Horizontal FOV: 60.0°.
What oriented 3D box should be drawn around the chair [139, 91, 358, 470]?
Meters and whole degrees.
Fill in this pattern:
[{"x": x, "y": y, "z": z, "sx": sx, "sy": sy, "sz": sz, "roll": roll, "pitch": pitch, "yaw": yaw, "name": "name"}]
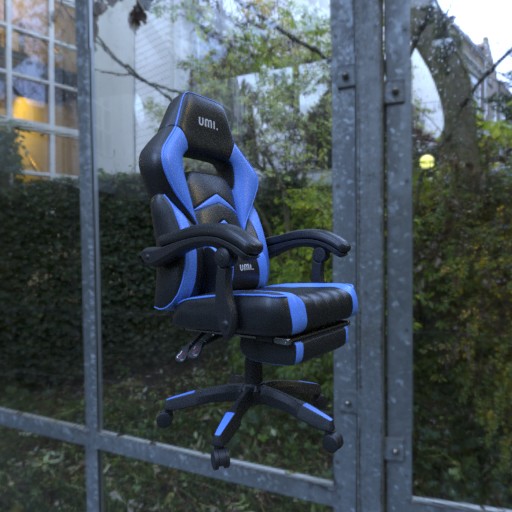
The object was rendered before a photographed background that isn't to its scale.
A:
[{"x": 0.000, "y": 0.000, "z": 1.651, "sx": 0.700, "sy": 1.280, "sz": 0.700, "roll": 1, "pitch": 1, "yaw": 37, "name": "chair"}]
